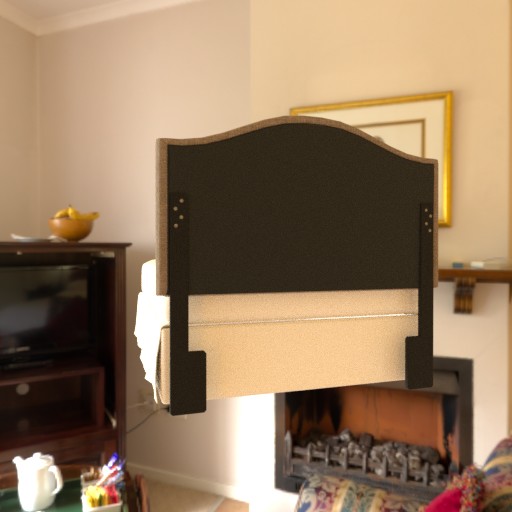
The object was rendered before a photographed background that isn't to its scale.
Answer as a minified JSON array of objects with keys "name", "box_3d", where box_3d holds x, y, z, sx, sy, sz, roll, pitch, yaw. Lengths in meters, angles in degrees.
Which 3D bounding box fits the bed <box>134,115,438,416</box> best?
[{"name":"bed","box_3d":[0.000,0.000,3.378,1.713,1.518,2.153,0,0,-18]}]
